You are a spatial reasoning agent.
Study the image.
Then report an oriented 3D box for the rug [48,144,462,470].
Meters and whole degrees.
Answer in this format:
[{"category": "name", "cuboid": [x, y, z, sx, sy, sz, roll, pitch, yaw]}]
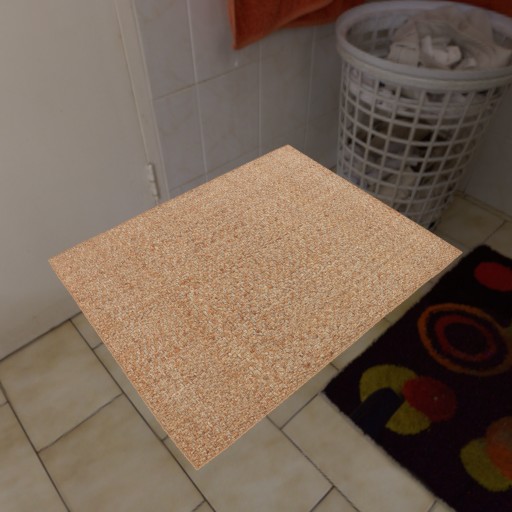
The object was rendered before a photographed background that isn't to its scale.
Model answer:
[{"category": "rug", "cuboid": [0.000, 0.000, 4.120, 3.048, 0.013, 2.439, -31, 54, -26]}]
